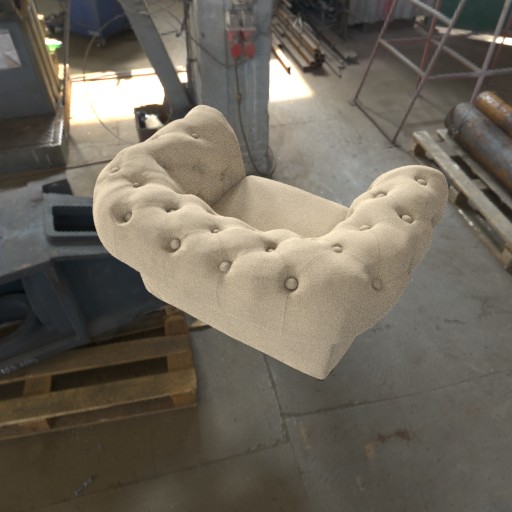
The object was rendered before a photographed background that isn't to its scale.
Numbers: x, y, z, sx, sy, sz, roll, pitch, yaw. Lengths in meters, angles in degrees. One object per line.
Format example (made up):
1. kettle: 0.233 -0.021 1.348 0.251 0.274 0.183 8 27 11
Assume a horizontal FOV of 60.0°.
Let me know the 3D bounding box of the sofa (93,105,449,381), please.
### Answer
1. sofa: 0.000 0.000 2.090 1.405 0.878 1.034 23 49 21
